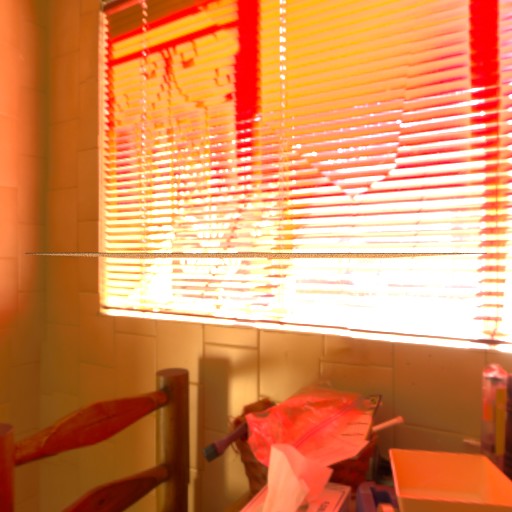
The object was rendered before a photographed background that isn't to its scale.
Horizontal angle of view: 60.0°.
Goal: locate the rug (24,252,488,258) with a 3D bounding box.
[{"bbox_3d":[0.000,0.000,4.090,3.048,0.013,2.438,0,-1,0],"label":"rug"}]
